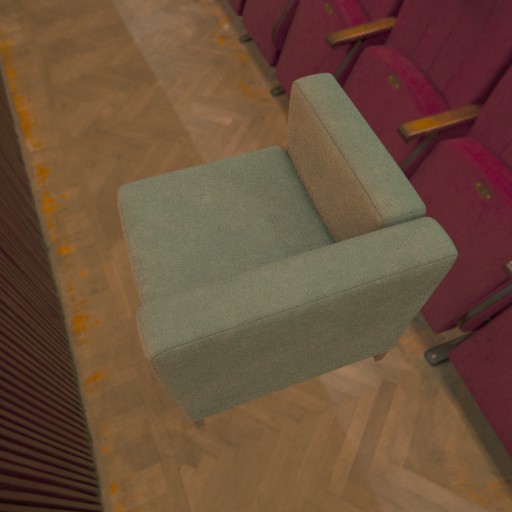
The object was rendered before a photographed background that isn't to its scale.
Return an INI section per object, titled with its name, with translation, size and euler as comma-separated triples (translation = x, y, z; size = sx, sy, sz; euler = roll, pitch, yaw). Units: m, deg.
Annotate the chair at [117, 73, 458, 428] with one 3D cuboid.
[chair]
translation = 0.000, 0.000, 1.266
size = 0.680, 0.660, 0.680
euler = -17, 59, -10
